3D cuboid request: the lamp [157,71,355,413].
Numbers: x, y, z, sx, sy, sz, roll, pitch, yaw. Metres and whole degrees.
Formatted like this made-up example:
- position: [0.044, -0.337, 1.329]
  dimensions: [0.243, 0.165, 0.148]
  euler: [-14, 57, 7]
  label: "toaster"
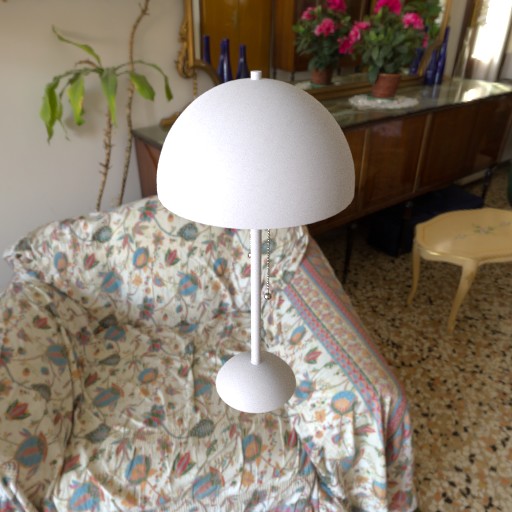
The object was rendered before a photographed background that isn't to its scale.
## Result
- position: [0.000, 0.000, 0.427]
  dimensions: [0.171, 0.330, 0.171]
  euler: [0, 30, 0]
  label: "lamp"
